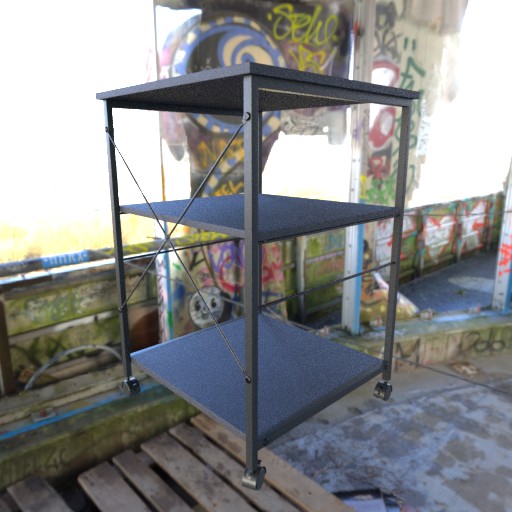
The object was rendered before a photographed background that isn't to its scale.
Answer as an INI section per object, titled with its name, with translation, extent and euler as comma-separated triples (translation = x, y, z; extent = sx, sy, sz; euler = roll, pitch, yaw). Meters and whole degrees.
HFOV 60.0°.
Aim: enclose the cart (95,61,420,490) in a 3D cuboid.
[cart]
translation = 0.000, 0.000, 1.092
extent = 0.520, 0.762, 0.521
euler = -13, 19, -42
